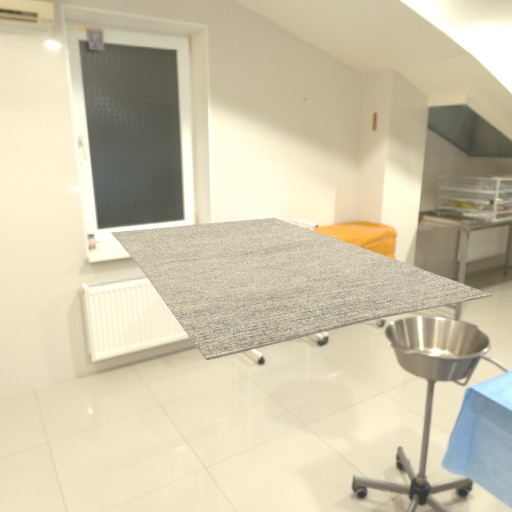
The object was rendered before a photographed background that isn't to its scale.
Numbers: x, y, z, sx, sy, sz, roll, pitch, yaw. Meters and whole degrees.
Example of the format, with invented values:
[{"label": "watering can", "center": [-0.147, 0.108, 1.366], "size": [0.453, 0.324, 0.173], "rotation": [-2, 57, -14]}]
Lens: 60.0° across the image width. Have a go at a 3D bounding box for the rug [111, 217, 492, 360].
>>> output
[{"label": "rug", "center": [0.000, 0.000, 2.237], "size": [1.162, 0.022, 1.804], "rotation": [-7, 17, -24]}]
